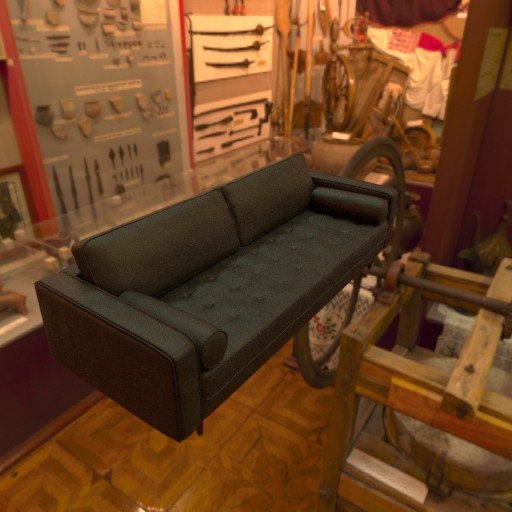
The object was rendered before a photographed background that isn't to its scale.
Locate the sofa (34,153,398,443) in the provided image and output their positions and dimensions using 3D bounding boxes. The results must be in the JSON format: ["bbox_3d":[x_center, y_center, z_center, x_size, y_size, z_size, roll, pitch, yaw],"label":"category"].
[{"bbox_3d":[0.000,0.000,2.599,0.914,0.762,2.210,19,33,31],"label":"sofa"}]
